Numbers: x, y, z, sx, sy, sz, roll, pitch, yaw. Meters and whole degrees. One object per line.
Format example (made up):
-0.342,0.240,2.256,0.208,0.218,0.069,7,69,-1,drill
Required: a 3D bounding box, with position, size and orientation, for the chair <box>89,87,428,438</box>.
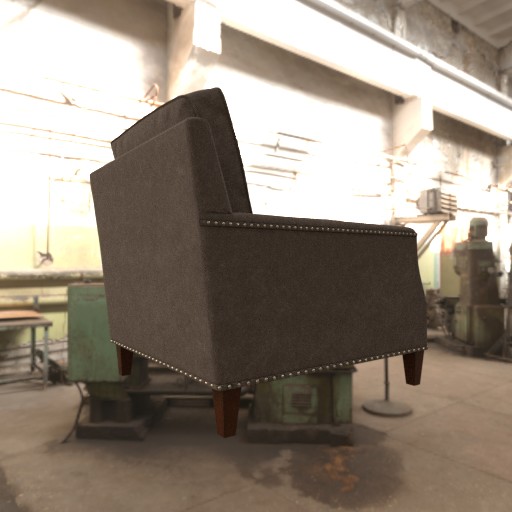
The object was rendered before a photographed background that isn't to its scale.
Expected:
0.000,0.000,1.693,1.014,0.948,0.853,1,-1,-36,chair
